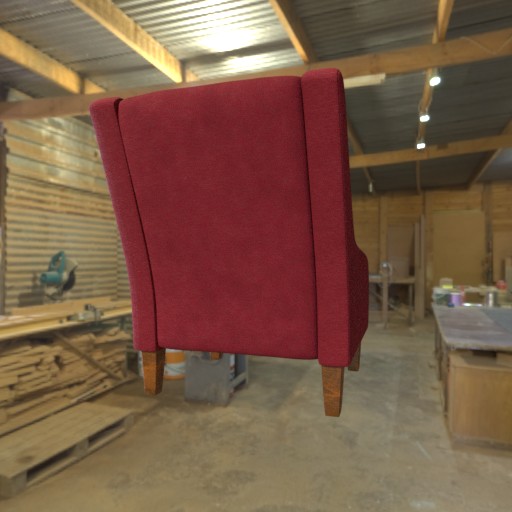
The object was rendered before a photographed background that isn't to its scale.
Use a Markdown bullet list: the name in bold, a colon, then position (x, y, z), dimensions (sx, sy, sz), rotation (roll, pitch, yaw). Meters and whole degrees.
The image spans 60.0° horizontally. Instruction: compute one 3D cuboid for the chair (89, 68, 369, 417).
- **chair**: position (0.000, 0.000, 1.722), dimensions (0.793, 1.017, 0.985), rotation (0, 0, 19)
